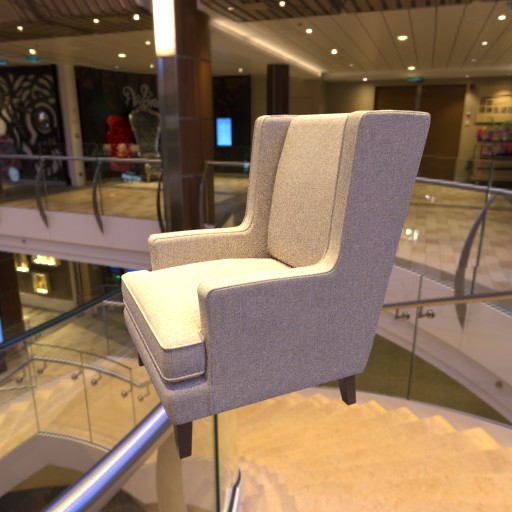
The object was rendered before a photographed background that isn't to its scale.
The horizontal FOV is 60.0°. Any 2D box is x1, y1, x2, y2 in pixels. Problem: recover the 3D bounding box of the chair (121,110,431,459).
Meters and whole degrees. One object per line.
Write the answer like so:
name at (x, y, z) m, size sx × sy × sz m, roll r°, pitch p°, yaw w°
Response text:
chair at (0.000, 0.000, 1.750) m, size 0.948 × 1.082 × 0.764 m, roll -8°, pitch 18°, yaw -25°
